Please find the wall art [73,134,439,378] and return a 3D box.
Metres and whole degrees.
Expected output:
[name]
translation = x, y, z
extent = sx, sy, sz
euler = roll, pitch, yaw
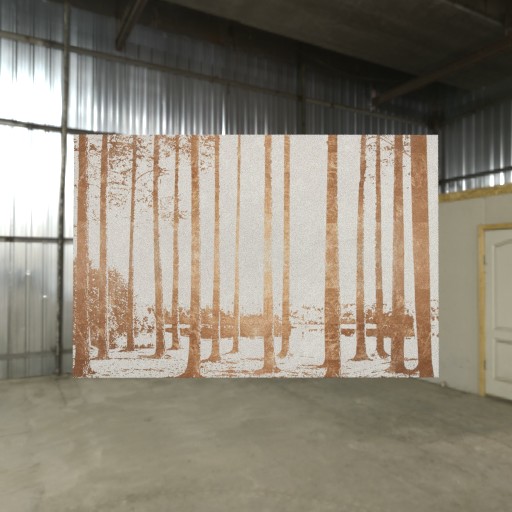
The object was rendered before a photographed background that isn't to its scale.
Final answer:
[wall art]
translation = 0.000, 0.000, 1.127
extent = 0.914, 0.609, 0.035
euler = 0, 0, 0
